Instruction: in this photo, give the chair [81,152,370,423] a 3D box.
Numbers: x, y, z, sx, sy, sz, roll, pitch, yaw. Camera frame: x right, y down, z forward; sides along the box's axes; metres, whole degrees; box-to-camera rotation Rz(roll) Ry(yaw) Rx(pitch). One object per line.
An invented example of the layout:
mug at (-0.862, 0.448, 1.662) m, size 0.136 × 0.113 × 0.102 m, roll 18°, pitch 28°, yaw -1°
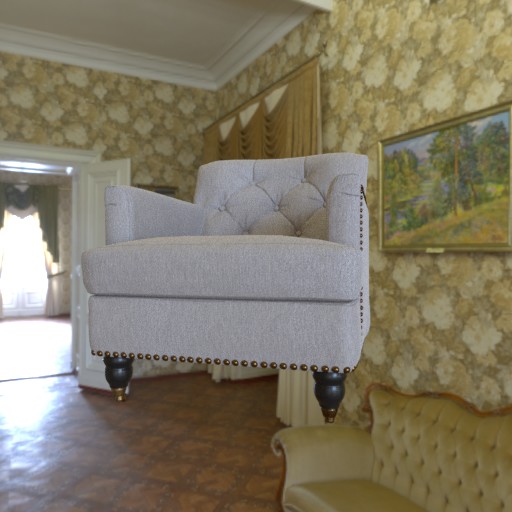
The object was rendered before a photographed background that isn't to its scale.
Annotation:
chair at (0.000, 0.000, 1.489) m, size 0.737 × 0.823 × 0.902 m, roll 0°, pitch -1°, yaw 16°
